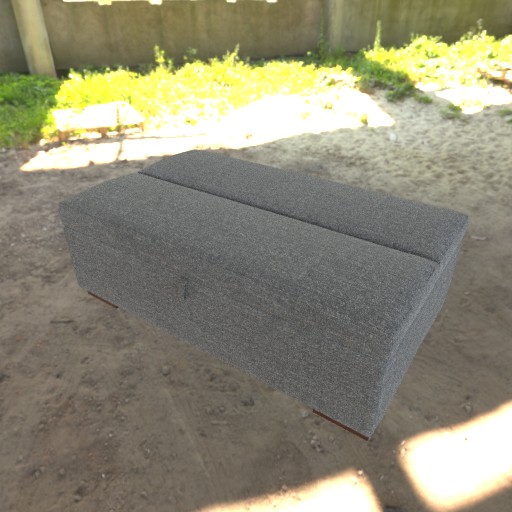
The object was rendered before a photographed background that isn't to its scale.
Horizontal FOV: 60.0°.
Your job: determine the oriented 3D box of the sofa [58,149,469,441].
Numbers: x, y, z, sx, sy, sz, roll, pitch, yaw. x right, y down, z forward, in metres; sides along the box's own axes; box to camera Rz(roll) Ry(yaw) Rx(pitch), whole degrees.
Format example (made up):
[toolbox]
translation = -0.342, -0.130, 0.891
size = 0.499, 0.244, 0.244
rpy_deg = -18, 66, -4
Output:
[sofa]
translation = 0.000, 0.000, 1.591
size = 1.198, 0.417, 0.782
rpy_deg = 20, 37, 29
